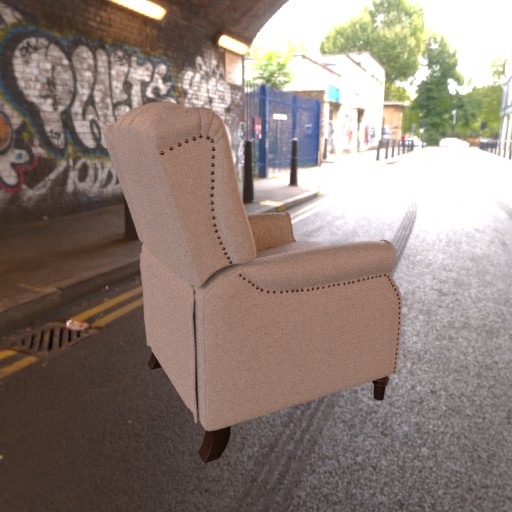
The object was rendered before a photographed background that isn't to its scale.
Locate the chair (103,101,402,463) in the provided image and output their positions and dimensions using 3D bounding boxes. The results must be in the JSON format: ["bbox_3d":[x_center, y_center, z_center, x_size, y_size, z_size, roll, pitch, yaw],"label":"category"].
[{"bbox_3d":[0.000,0.000,1.608,0.902,1.035,0.742,-8,17,-26],"label":"chair"}]
